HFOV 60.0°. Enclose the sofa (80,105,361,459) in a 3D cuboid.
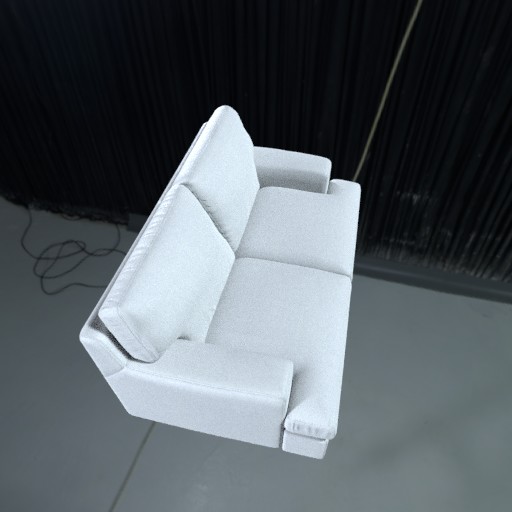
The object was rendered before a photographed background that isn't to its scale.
[{"bbox_3d":[0.000,0.000,2.587,1.143,0.940,1.880,9,47,9],"label":"sofa"}]
